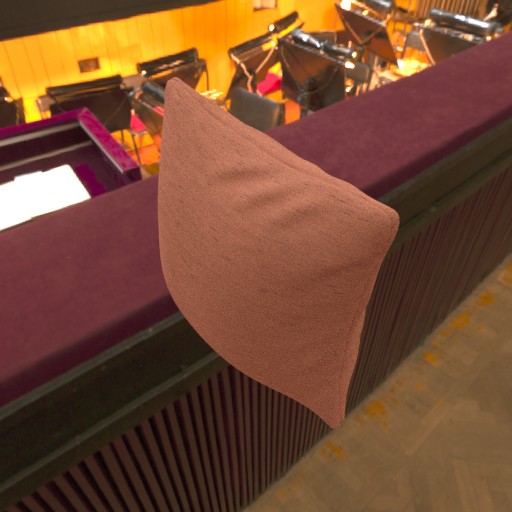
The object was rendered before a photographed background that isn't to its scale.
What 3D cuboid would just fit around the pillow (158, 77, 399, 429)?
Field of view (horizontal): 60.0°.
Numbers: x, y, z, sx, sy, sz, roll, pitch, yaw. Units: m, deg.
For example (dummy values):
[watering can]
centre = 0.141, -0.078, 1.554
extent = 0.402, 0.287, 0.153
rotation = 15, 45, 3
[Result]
[pillow]
centre = 0.000, 0.000, 0.672
extent = 0.246, 0.415, 0.432
rotation = -27, 49, -26
